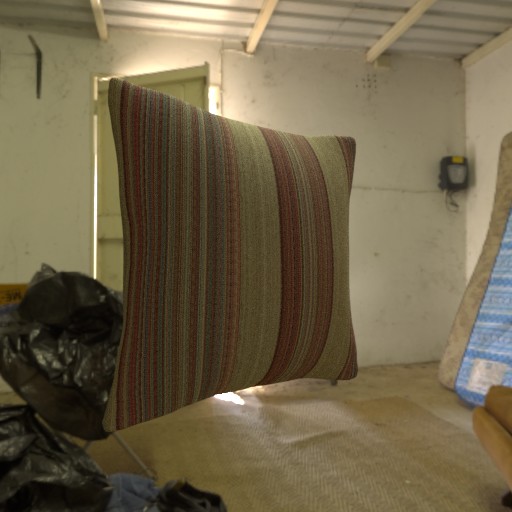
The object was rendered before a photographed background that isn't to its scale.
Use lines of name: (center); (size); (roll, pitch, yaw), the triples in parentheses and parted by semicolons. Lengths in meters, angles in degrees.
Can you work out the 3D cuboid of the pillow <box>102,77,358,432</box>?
pillow: (0.000, 0.000, 0.643); (0.437, 0.419, 0.136); (1, -2, -37)
